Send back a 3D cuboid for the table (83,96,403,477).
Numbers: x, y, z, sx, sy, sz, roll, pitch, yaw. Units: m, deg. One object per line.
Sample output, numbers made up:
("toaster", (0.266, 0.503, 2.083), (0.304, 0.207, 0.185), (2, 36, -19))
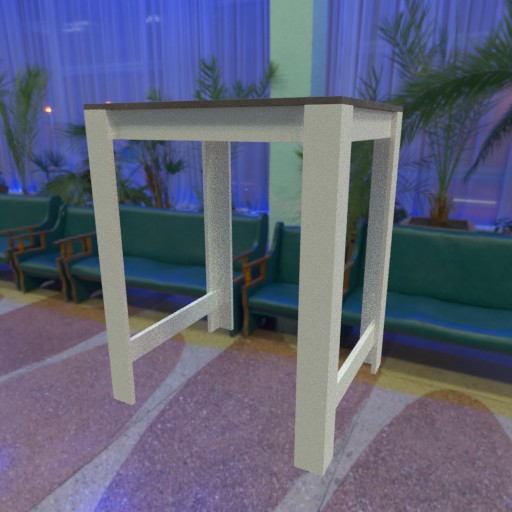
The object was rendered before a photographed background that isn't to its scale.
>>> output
("table", (0.000, 0.000, 1.587), (0.800, 1.020, 0.700), (9, 18, 27))
